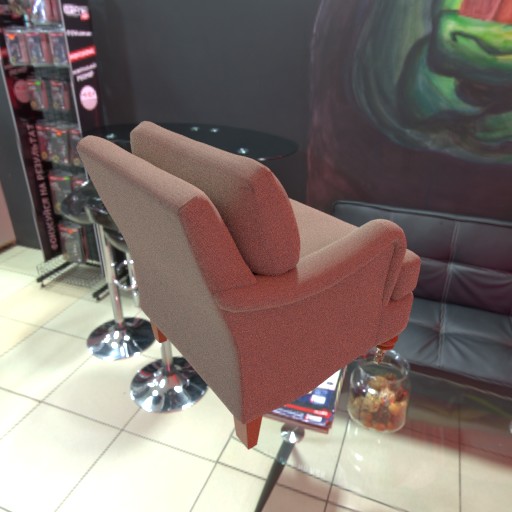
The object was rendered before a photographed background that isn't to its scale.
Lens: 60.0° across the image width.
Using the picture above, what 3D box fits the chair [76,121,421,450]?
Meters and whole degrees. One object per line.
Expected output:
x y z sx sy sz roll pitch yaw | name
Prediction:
0.000 0.000 1.844 1.070 1.038 0.955 -18 32 -31 | chair
